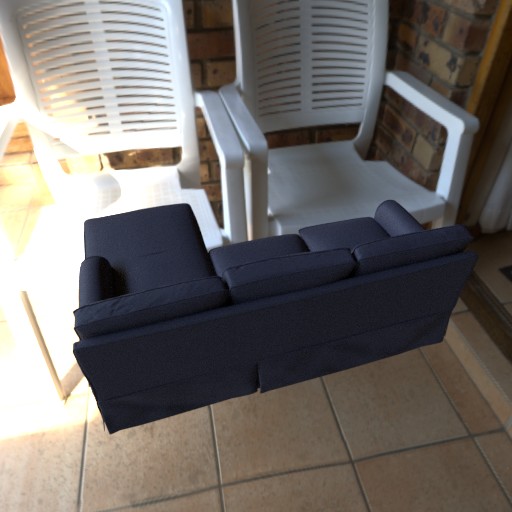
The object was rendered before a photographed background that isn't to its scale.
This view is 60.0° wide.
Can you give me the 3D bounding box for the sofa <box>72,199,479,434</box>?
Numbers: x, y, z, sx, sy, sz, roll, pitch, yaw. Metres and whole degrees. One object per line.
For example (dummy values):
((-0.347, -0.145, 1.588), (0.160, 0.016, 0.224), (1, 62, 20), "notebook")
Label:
((0.000, 0.000, 3.318), (2.518, 1.039, 1.637), (-12, 43, -13), "sofa")
